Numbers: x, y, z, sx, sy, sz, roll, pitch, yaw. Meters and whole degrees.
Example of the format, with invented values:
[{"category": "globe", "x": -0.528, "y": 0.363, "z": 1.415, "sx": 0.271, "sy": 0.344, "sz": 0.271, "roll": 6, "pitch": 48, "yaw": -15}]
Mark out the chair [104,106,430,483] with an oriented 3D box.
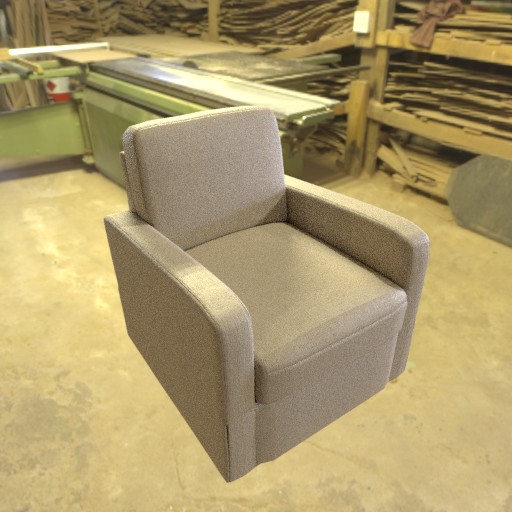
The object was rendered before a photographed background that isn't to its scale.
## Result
[{"category": "chair", "x": 0.000, "y": 0.000, "z": 1.488, "sx": 0.755, "sy": 0.827, "sz": 0.888, "roll": -20, "pitch": 36, "yaw": -29}]
